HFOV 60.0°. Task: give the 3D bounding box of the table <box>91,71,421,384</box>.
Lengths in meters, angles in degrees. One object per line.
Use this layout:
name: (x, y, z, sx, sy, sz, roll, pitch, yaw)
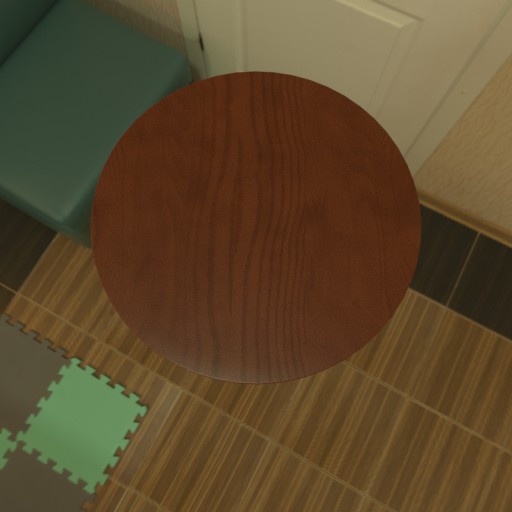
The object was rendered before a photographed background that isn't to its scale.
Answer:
table: (0.000, 0.000, 1.096, 0.597, 0.612, 0.597, 0, 75, 0)
